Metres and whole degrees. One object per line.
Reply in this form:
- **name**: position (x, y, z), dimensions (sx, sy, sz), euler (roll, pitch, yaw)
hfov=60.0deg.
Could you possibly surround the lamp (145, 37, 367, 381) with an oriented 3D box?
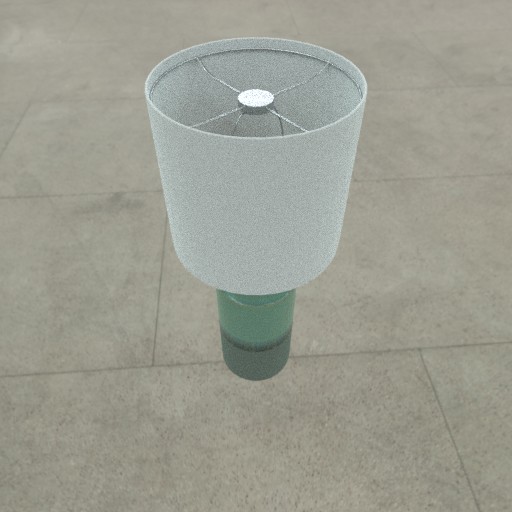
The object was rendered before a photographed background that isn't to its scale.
- **lamp**: position (0.000, 0.000, 0.605), dimensions (0.212, 0.493, 0.212), euler (-31, 54, -26)
